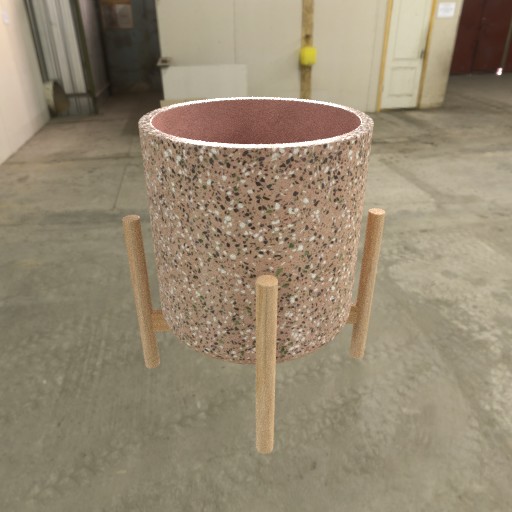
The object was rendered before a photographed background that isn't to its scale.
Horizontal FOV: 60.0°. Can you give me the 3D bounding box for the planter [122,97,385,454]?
[{"bbox_3d":[0.000,0.000,0.686,0.360,0.419,0.360,9,30,16],"label":"planter"}]
